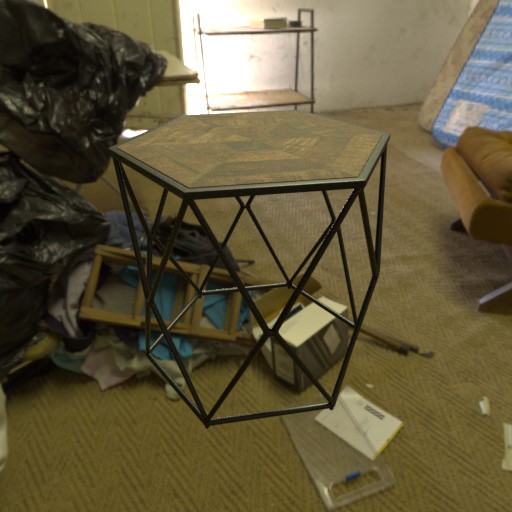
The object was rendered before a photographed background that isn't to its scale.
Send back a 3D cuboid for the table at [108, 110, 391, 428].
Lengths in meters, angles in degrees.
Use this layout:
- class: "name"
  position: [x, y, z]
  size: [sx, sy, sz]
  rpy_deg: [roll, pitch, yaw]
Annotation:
- class: "table"
  position: [0.000, 0.000, 1.068]
  size: [0.579, 0.564, 0.578]
  rpy_deg: [-23, 38, -33]
